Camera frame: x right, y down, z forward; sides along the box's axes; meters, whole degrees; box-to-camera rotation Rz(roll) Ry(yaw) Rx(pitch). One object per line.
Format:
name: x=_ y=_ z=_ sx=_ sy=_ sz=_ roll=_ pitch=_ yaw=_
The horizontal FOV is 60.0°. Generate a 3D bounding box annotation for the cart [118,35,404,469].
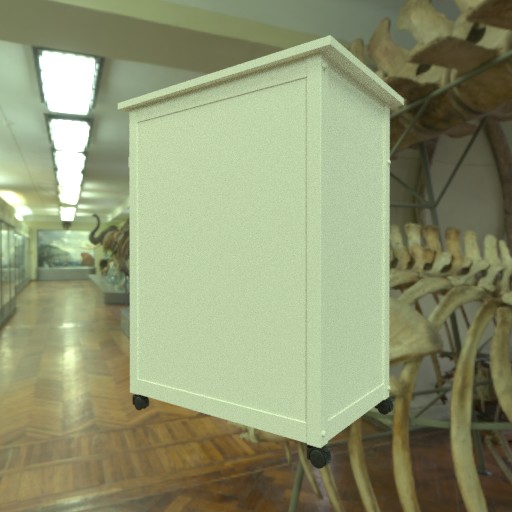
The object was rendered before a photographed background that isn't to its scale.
cart: x=0.000 y=0.000 z=1.244 sx=0.683 sy=0.864 sz=0.442 roll=0 pitch=1 yaw=36
